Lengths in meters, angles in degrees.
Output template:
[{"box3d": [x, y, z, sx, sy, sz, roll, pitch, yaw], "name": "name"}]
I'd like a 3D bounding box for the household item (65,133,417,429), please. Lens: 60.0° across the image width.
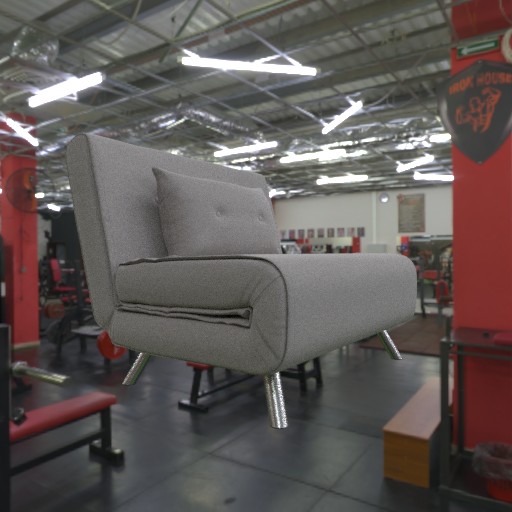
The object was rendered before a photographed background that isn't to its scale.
[{"box3d": [0.000, 0.000, 1.609, 0.874, 0.800, 1.000, 0, 1, 37], "name": "household item"}]
